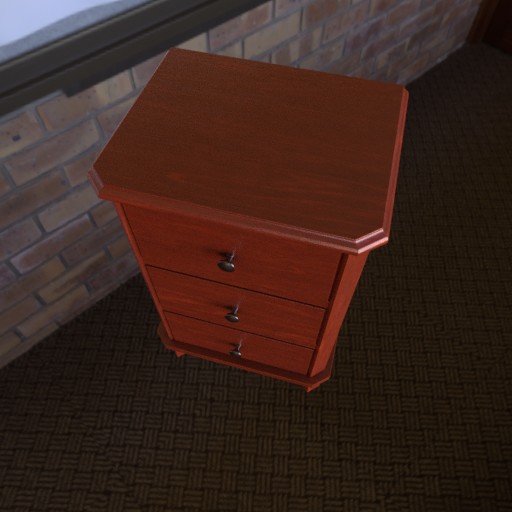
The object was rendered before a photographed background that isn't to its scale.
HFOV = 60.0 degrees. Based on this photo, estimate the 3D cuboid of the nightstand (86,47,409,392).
[{"bbox_3d":[0.000,0.000,0.954,0.435,0.681,0.351,13,58,8],"label":"nightstand"}]
